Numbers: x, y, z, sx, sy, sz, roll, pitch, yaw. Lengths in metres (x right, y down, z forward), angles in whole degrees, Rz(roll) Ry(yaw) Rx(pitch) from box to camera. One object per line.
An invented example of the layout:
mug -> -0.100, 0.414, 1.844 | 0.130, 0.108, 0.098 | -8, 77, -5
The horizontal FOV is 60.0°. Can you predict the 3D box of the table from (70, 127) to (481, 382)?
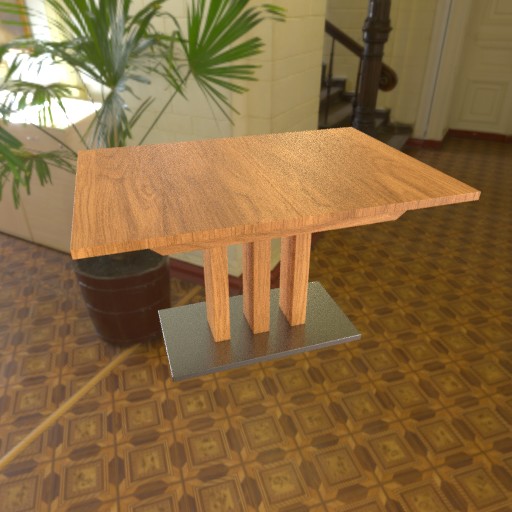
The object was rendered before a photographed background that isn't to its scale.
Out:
table -> 0.000, 0.000, 1.883 | 1.300, 0.770, 0.900 | -9, 32, -15
